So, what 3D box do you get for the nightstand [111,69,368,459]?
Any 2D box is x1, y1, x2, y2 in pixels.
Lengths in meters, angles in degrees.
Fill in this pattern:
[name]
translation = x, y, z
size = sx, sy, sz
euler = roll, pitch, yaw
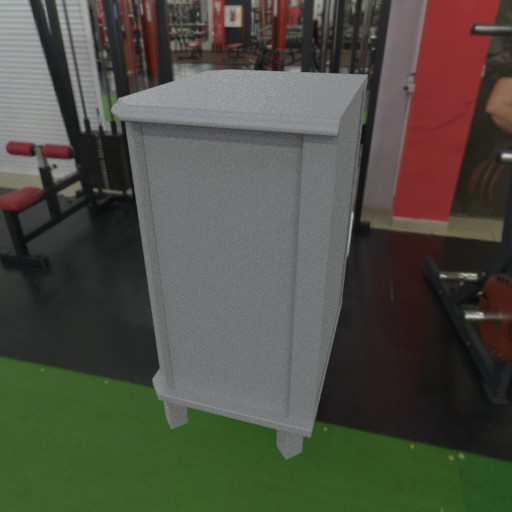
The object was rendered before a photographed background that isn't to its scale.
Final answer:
[nightstand]
translation = 0.000, 0.000, 0.941
size = 0.350, 0.680, 0.450
euler = 8, 30, 15
